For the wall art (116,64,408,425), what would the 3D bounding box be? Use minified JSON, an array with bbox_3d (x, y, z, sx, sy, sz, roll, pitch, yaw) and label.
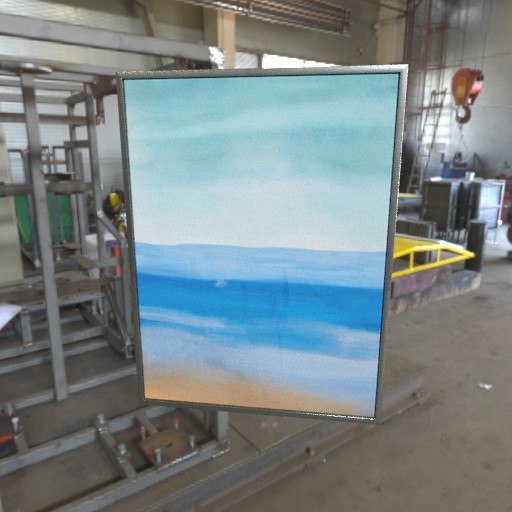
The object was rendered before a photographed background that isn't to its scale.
[{"bbox_3d":[0.000,0.000,1.352,0.803,1.062,0.041,2,14,8],"label":"wall art"}]
